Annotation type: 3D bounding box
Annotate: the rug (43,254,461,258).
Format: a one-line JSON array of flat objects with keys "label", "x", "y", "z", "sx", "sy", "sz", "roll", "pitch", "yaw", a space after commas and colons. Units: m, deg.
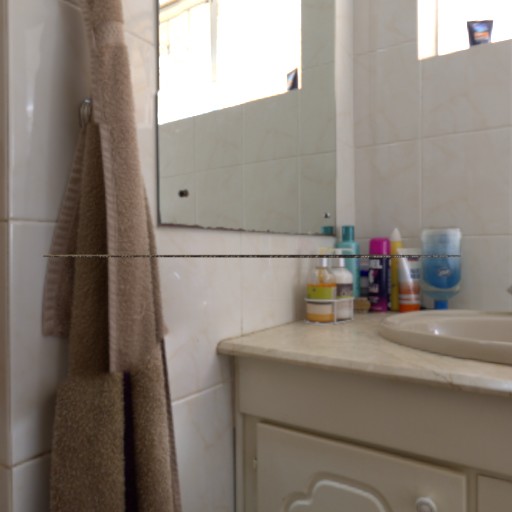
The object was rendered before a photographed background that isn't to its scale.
[{"label": "rug", "x": 0.000, "y": 0.000, "z": 3.895, "sx": 2.902, "sy": 0.017, "sz": 2.305, "roll": 0, "pitch": 0, "yaw": 36}]
